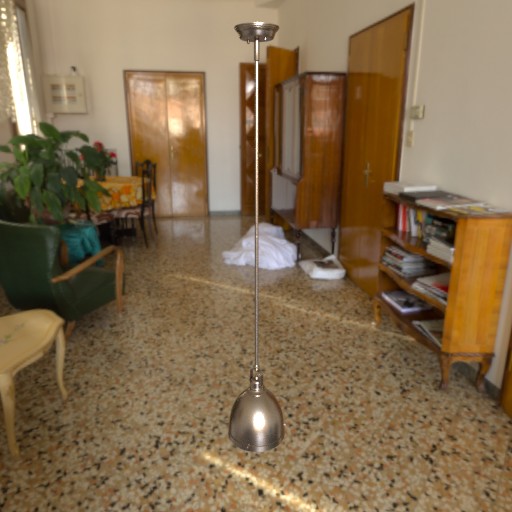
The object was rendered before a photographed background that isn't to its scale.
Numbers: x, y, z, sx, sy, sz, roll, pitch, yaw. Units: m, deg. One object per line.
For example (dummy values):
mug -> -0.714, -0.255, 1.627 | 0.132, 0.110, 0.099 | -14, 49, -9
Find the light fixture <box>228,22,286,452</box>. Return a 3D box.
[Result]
light fixture -> 0.000, 0.000, 1.465 | 0.217, 1.367, 0.211 | 15, 22, 42
